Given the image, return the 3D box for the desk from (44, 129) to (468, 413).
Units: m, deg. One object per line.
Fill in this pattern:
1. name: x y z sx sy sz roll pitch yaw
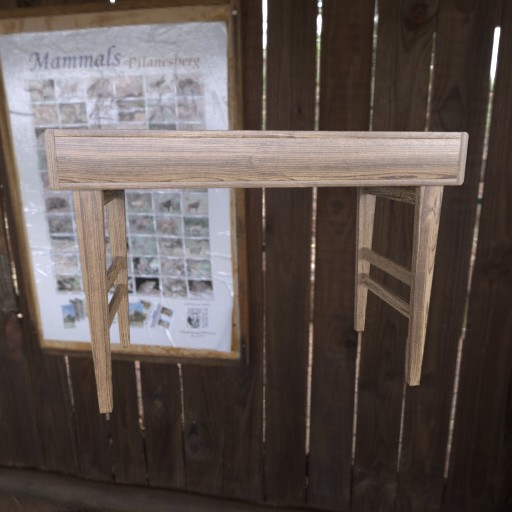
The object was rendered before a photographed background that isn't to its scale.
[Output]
1. desk: 0.000 0.000 1.428 1.067 0.755 0.508 -2 13 -9
